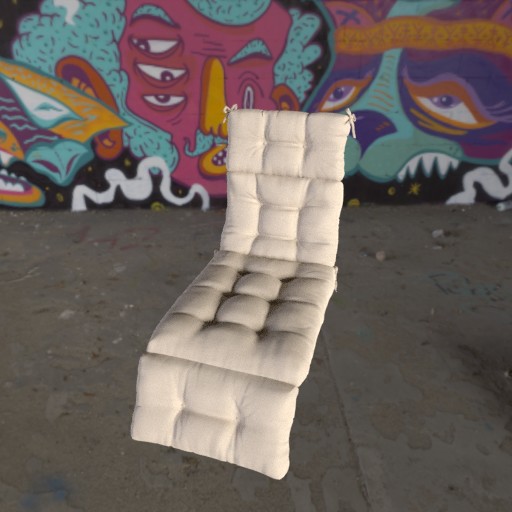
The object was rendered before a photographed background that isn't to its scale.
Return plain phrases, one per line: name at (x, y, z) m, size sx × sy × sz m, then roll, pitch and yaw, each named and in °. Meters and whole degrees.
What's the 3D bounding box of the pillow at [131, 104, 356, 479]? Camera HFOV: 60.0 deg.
pillow at (0.000, 0.000, 1.507) m, size 0.526 × 0.863 × 1.016 m, roll 8°, pitch 28°, yaw 15°
